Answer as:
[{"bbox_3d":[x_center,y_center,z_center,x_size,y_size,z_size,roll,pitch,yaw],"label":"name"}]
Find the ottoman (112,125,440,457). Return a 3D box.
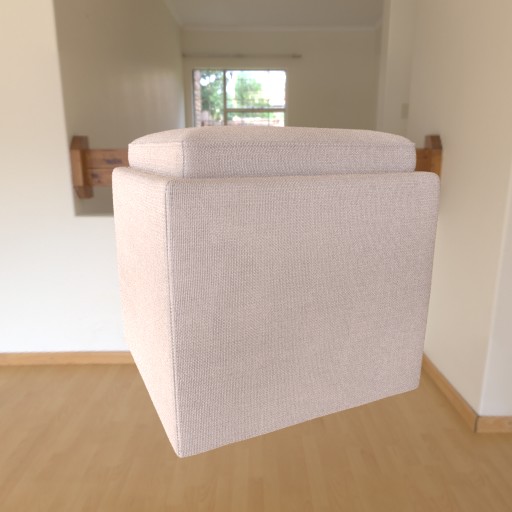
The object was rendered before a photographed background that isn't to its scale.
[{"bbox_3d":[0.000,0.000,0.825,0.450,0.460,0.451,-6,15,-24],"label":"ottoman"}]
